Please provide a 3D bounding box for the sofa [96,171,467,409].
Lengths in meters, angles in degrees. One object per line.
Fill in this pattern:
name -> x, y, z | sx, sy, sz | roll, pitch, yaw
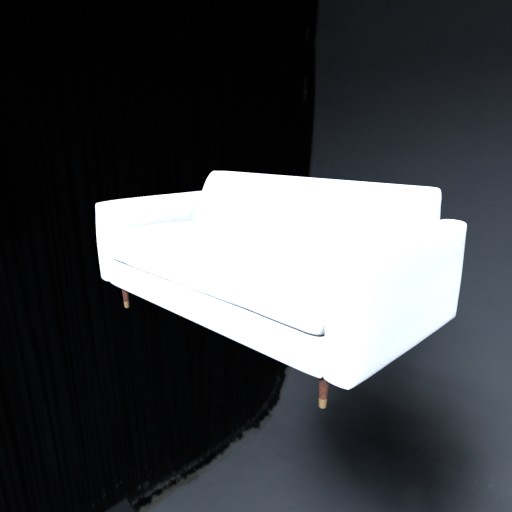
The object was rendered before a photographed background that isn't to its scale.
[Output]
sofa -> 0.000, 0.000, 2.447 | 1.895, 0.814, 0.969 | 14, 21, 43
